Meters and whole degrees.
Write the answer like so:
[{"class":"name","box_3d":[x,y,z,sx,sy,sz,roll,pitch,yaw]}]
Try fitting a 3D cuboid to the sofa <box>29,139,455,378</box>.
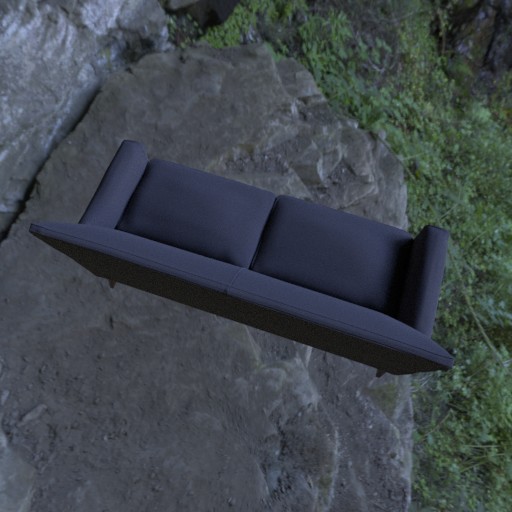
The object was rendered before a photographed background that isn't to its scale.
[{"class":"sofa","box_3d":[0.000,0.000,2.515,2.002,0.907,0.843,17,66,8]}]
